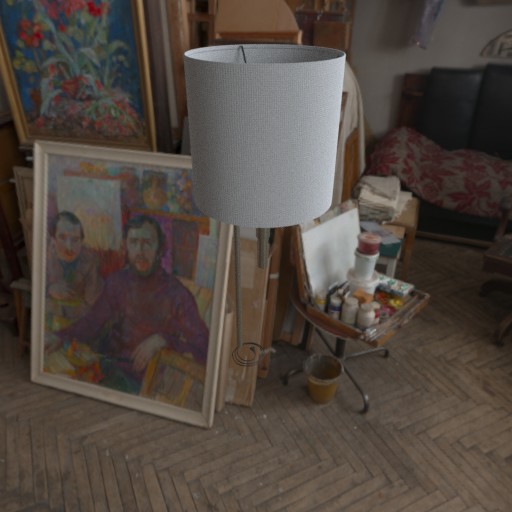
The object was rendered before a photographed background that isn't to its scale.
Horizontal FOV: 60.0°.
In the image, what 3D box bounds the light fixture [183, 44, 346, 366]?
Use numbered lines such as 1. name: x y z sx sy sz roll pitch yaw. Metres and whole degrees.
1. light fixture: 0.000 0.000 0.695 0.188 0.589 0.248 -10 32 -16
